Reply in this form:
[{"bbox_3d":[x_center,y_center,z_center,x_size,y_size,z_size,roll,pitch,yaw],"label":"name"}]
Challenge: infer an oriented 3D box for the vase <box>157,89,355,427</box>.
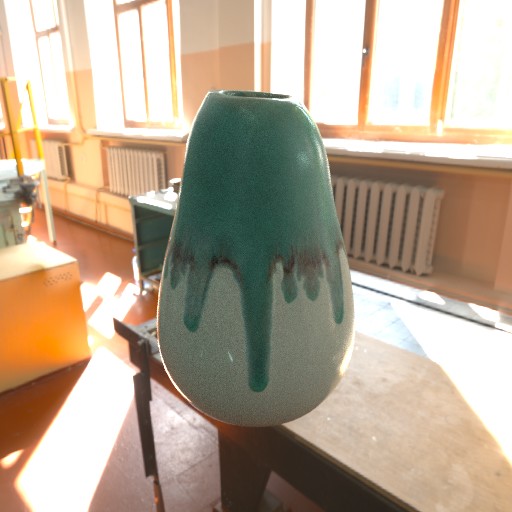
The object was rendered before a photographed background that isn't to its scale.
[{"bbox_3d":[0.000,0.000,0.253,0.116,0.179,0.116,0,18,0],"label":"vase"}]
